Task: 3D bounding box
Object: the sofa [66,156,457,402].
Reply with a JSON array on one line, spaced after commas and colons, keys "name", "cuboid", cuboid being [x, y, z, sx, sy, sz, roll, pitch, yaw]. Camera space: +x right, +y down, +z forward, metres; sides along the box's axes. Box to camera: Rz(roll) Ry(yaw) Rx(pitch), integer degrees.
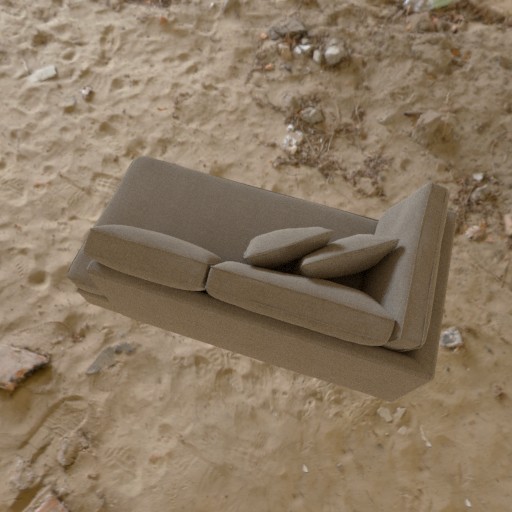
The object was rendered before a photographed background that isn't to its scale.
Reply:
[{"name": "sofa", "cuboid": [0.000, 0.000, 2.883, 2.238, 1.019, 1.110, 16, 65, 8]}]
